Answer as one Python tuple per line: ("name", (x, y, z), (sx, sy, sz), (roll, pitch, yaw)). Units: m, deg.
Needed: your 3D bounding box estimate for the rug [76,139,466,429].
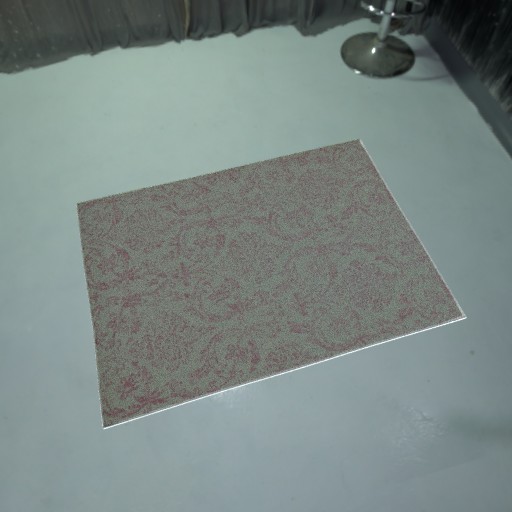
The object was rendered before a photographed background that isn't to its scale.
("rug", (0.000, 0.000, 2.938), (2.202, 0.014, 1.598), (-15, 60, -9))
